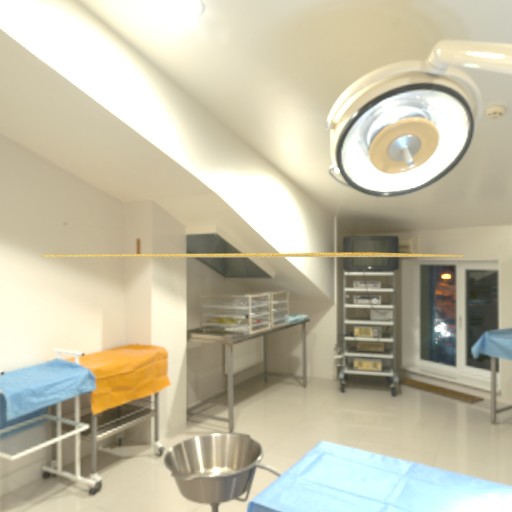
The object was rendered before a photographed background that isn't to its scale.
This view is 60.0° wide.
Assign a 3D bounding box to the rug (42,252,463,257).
[{"bbox_3d":[0.000,0.000,4.304,3.242,0.015,2.486,0,0,35],"label":"rug"}]
